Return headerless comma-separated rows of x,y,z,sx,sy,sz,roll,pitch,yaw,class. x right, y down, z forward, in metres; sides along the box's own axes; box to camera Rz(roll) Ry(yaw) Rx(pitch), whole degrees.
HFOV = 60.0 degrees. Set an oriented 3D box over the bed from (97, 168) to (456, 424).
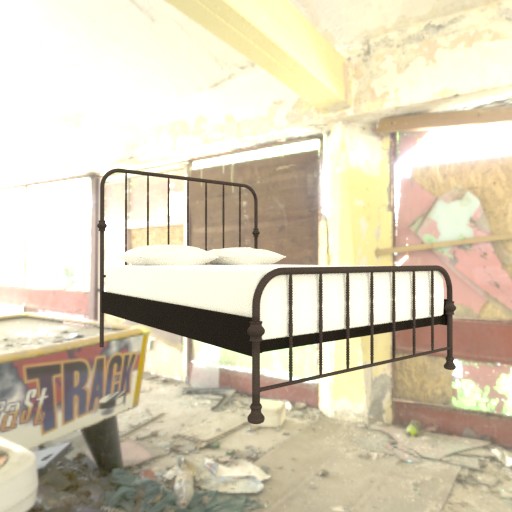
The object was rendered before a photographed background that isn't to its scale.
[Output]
0.000,0.000,3.185,1.616,1.446,2.134,0,-1,-37,bed
